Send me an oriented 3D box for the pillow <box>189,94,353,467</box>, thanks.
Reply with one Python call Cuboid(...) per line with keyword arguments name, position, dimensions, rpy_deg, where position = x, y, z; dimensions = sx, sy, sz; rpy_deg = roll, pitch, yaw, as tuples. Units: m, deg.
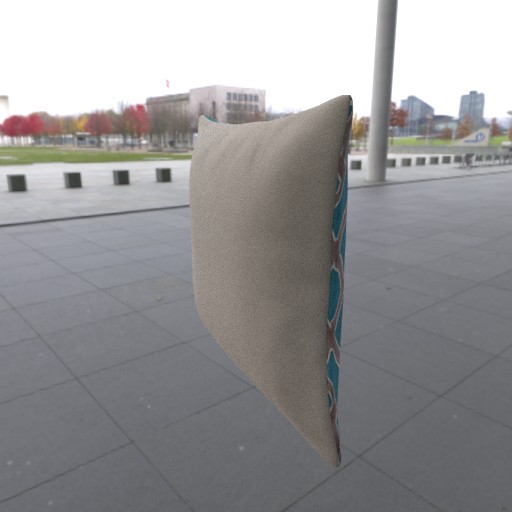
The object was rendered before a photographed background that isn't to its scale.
Cuboid(name="pillow", position=(0.000, 0.000, 0.796), dimensions=(0.166, 0.507, 0.526), rpy_deg=(-7, 16, -25))
